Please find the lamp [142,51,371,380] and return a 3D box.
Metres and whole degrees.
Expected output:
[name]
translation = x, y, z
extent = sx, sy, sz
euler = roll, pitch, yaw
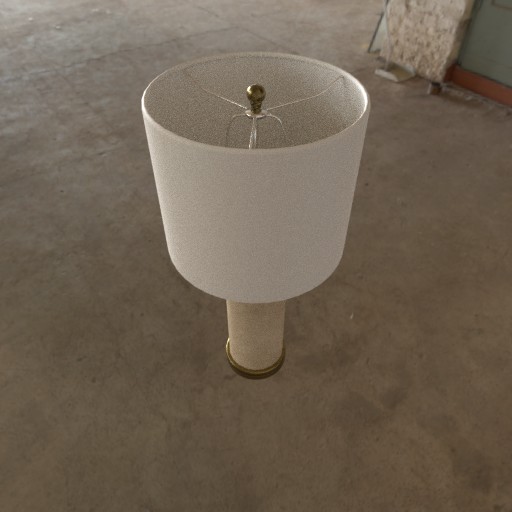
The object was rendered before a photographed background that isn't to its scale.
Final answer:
[lamp]
translation = 0.000, 0.000, 0.810
extent = 0.305, 0.634, 0.305
euler = 2, 44, 2
